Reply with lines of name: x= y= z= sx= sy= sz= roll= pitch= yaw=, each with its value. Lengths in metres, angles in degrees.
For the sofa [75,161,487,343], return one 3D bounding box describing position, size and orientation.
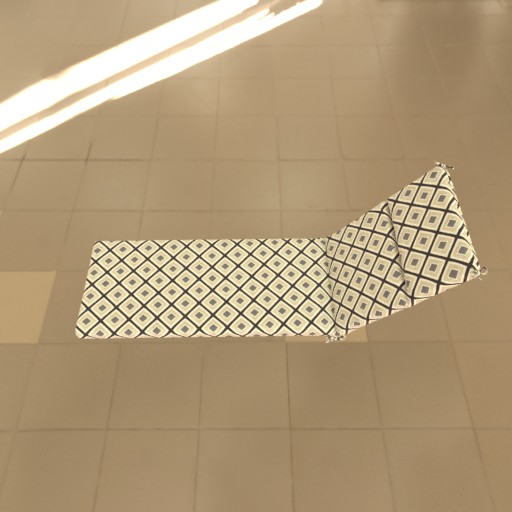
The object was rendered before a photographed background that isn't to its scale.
sofa: x=0.000 y=0.000 z=1.945 sx=1.663 sy=0.622 sz=0.582 roll=-1 pitch=58 yaw=0
